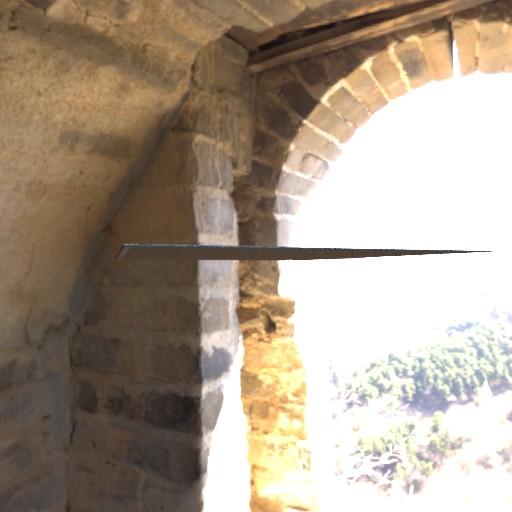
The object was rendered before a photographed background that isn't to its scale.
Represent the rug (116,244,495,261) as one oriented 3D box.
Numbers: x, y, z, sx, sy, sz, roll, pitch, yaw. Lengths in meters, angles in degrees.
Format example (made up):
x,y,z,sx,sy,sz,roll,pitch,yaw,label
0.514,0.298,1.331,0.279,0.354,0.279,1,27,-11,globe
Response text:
x,y,z,sx,sy,sz,roll,pitch,yaw,label
0.000,0.000,4.093,2.441,0.016,3.050,1,-2,-18,rug
